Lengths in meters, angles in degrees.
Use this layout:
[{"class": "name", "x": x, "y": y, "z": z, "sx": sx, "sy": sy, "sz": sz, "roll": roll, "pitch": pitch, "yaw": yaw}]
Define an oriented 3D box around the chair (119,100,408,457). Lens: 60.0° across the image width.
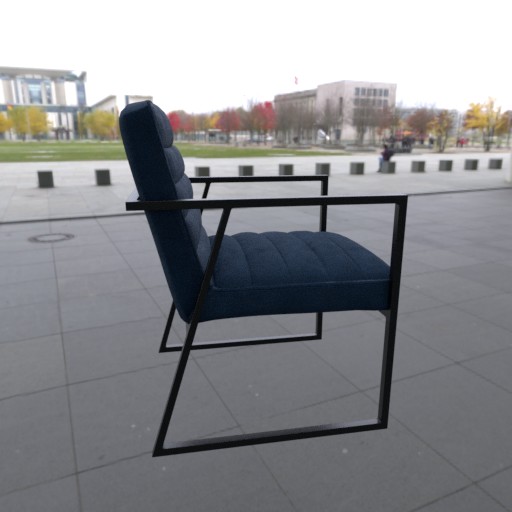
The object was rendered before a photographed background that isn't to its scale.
[{"class": "chair", "x": 0.000, "y": 0.000, "z": 1.291, "sx": 0.677, "sy": 0.833, "sz": 0.571, "roll": -3, "pitch": 15, "yaw": -10}]
